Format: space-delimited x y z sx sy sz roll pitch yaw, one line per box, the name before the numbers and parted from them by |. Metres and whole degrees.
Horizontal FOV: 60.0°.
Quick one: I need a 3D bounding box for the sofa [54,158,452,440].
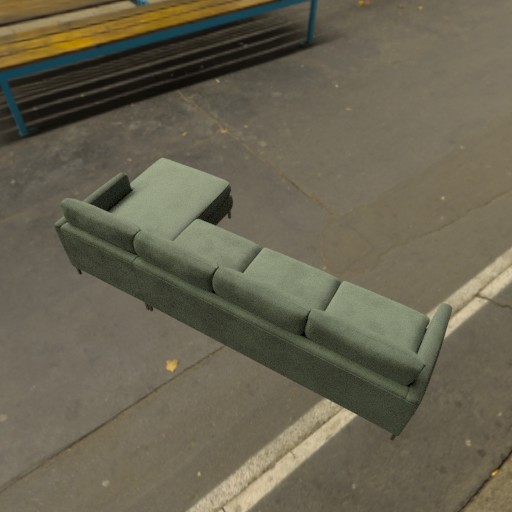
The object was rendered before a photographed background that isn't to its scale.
sofa | 0.000 0.000 3.237 2.725 0.756 1.255 23 52 20
